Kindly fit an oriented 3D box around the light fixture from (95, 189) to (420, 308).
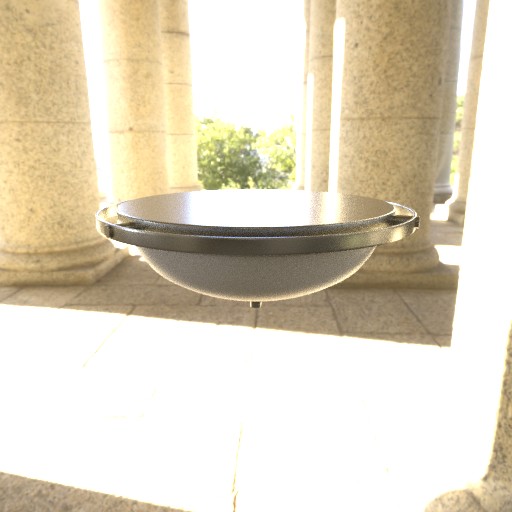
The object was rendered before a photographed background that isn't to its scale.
[{"bbox_3d":[0.000,0.000,0.542,0.361,0.130,0.361,0,14,0],"label":"light fixture"}]
